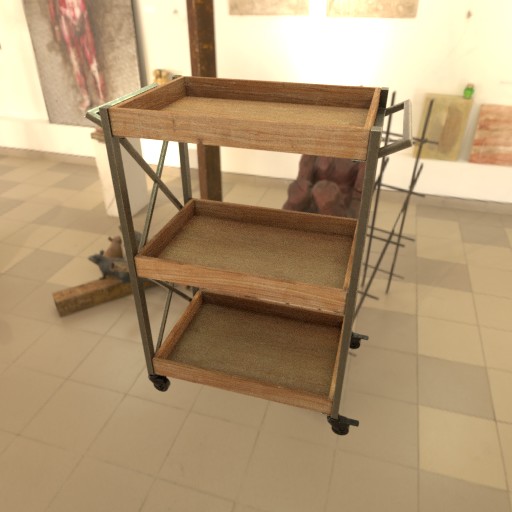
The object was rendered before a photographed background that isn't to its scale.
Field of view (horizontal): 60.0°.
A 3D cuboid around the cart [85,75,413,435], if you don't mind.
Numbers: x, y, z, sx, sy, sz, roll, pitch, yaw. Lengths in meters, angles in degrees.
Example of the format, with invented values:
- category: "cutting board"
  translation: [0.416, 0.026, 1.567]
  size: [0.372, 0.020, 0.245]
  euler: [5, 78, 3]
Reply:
- category: "cart"
  translation: [0.000, 0.000, 1.205]
  size: [0.673, 0.835, 0.377]
  euler: [9, 33, 14]
